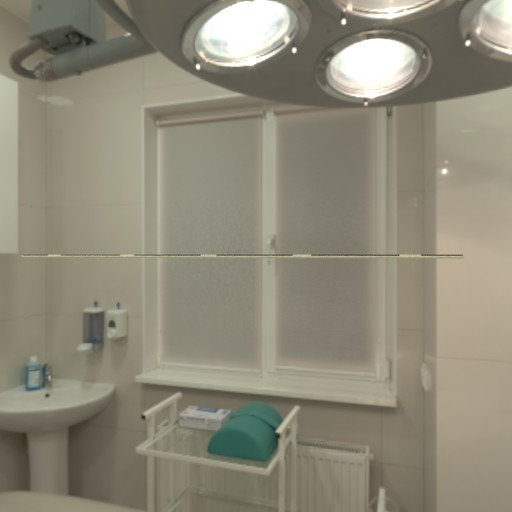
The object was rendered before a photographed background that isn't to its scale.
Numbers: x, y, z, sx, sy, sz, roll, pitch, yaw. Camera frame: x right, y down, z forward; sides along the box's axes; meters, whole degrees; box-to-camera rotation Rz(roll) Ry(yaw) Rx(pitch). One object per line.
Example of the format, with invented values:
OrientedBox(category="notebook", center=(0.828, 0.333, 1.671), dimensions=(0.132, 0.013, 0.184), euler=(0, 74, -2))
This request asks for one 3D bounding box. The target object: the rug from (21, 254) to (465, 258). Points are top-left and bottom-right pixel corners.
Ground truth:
OrientedBox(category="rug", center=(0.000, 0.000, 2.886), dimensions=(2.286, 0.016, 1.555), euler=(0, 0, 18))
